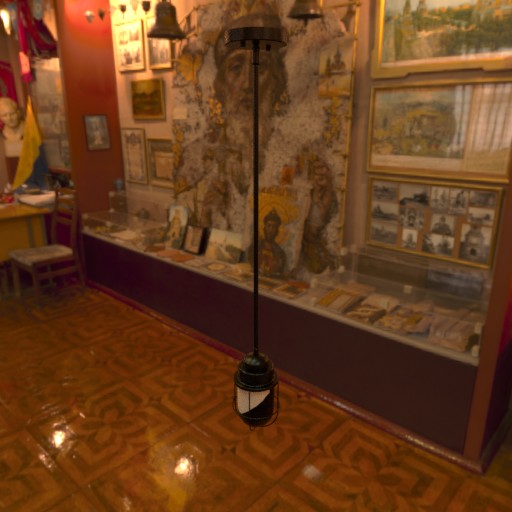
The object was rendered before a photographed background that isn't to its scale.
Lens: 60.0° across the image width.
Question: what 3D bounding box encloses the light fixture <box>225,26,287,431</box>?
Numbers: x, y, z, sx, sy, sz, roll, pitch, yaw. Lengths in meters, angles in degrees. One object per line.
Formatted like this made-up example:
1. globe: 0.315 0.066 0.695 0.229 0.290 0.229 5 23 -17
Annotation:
1. light fixture: 0.000 0.000 1.009 0.123 0.920 0.123 16 23 42
